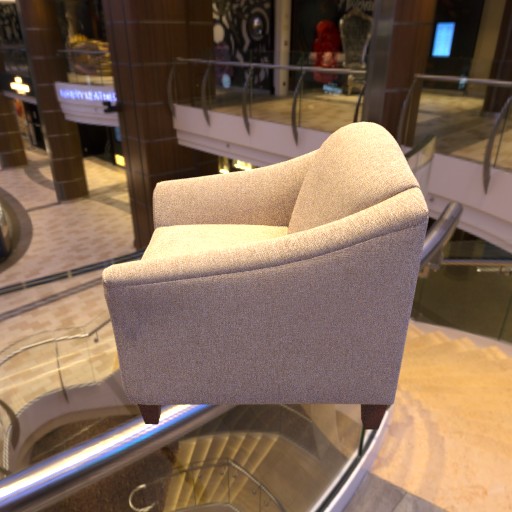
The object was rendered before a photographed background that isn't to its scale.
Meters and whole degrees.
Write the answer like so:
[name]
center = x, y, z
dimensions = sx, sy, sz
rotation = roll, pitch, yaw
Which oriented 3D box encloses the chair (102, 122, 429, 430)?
[chair]
center = 0.000, 0.000, 1.456
dimensions = 0.787, 0.839, 0.763
rotation = 0, 27, -1
